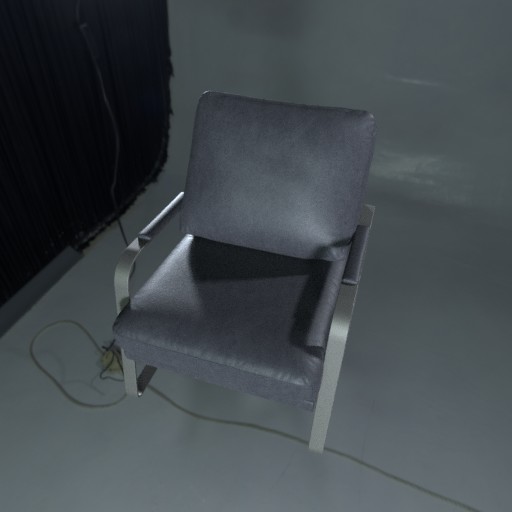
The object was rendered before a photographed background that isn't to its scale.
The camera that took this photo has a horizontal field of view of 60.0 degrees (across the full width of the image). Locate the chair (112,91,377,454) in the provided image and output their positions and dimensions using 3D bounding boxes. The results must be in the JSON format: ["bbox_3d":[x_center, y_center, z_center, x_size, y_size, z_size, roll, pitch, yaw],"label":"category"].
[{"bbox_3d":[0.000,0.000,1.484,0.692,0.839,0.878,12,42,14],"label":"chair"}]
